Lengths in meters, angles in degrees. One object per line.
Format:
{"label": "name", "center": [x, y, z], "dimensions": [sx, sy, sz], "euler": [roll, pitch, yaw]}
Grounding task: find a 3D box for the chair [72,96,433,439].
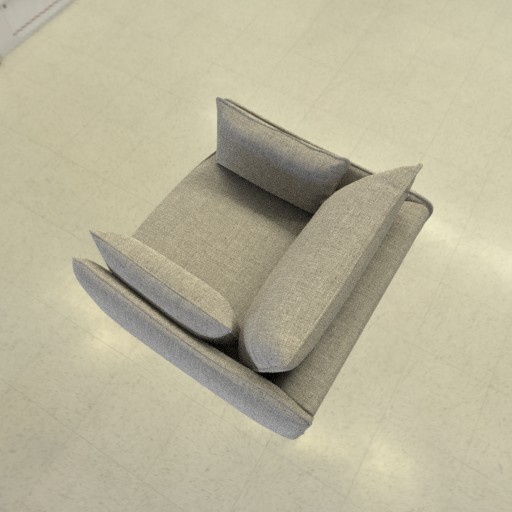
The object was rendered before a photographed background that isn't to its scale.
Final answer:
{"label": "chair", "center": [0.000, 0.000, 1.717], "dimensions": [0.976, 0.839, 0.993], "euler": [31, 67, 15]}
